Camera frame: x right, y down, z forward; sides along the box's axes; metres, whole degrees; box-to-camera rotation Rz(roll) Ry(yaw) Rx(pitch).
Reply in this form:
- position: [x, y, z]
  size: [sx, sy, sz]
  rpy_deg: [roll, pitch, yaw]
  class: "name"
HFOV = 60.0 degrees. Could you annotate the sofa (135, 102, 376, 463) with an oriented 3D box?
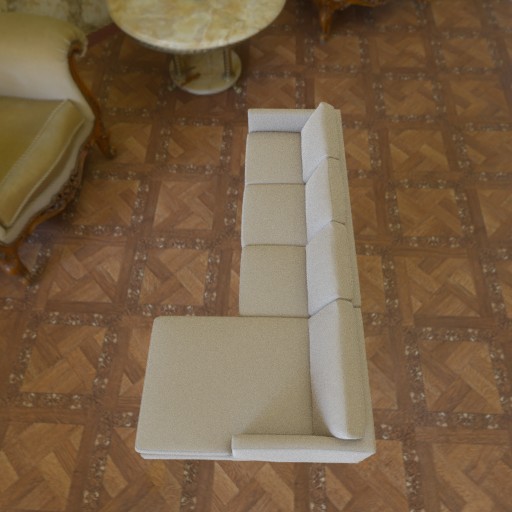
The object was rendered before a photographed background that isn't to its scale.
- position: [0.000, 0.000, 3.839]
  size: [1.625, 0.861, 3.186]
  rpy_deg: [1, 59, 1]
  class: "sofa"
